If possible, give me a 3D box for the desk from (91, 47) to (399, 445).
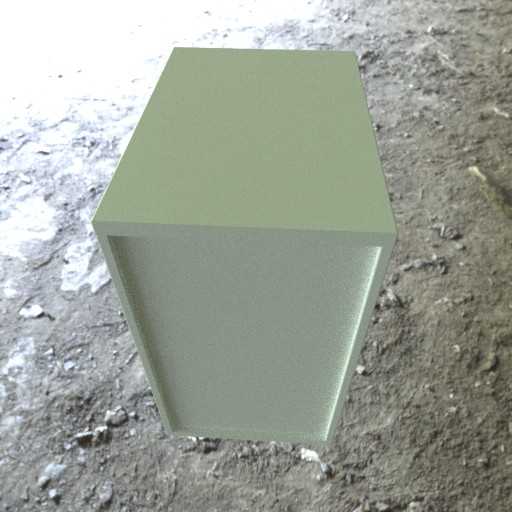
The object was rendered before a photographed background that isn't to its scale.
[{"bbox_3d":[0.000,0.000,1.049,0.404,0.730,0.600,2,46,2],"label":"desk"}]
